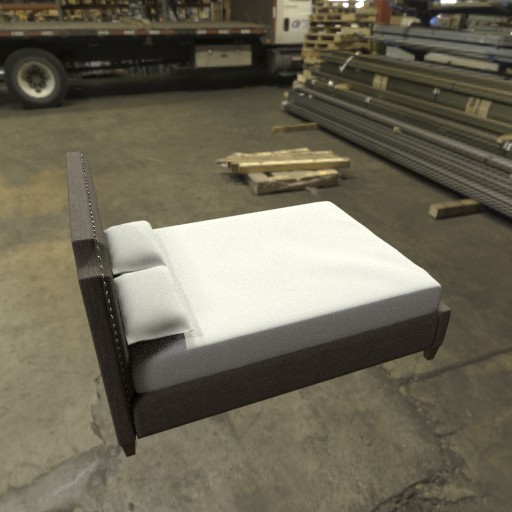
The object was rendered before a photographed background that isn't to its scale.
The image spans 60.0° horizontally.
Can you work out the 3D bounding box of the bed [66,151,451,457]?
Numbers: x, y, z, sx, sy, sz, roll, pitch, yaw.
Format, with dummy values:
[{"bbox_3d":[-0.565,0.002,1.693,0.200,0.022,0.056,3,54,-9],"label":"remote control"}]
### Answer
[{"bbox_3d":[0.000,0.000,3.347,2.381,1.457,1.713,-11,32,-18],"label":"bed"}]
